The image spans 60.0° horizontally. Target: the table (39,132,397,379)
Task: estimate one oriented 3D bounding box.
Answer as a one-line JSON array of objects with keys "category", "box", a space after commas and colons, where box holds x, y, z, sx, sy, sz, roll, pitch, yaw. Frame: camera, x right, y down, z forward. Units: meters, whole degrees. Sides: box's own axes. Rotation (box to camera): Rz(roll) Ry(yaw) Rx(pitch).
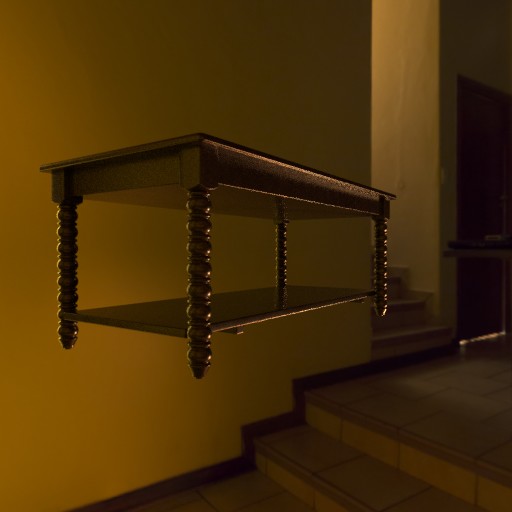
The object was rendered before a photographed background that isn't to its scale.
[{"category": "table", "box": [0.000, 0.000, 1.477, 0.580, 0.487, 1.171, 0, 1, 35]}]
